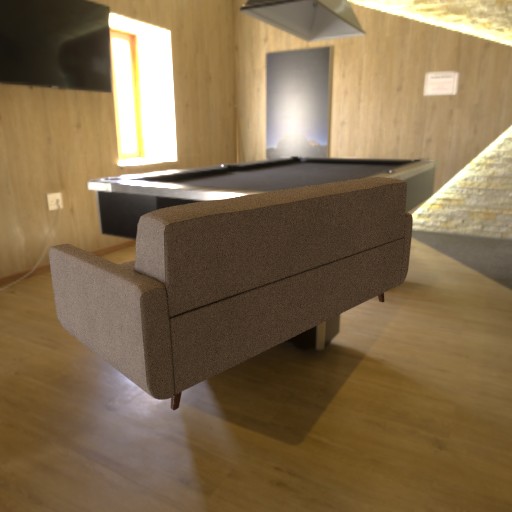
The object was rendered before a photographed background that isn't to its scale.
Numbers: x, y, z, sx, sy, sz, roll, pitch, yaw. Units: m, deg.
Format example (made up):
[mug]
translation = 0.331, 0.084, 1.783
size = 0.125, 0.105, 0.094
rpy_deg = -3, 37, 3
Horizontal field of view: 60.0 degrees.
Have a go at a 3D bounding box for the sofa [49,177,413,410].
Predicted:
[sofa]
translation = 0.000, 0.000, 2.577
size = 2.029, 0.841, 0.909
rpy_deg = -16, 22, -42
